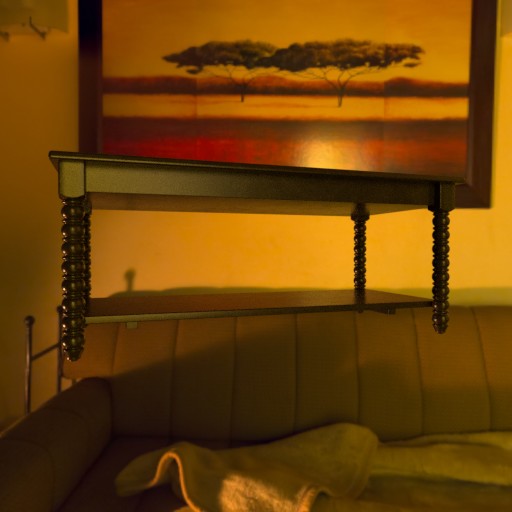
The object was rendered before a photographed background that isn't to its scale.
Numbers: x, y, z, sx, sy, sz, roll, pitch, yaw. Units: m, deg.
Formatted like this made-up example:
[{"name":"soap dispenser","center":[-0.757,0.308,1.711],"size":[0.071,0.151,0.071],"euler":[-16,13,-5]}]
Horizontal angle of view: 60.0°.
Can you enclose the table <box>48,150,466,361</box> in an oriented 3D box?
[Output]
[{"name":"table","center":[0.000,0.000,1.447],"size":[1.171,0.487,0.580],"euler":[0,1,-19]}]
